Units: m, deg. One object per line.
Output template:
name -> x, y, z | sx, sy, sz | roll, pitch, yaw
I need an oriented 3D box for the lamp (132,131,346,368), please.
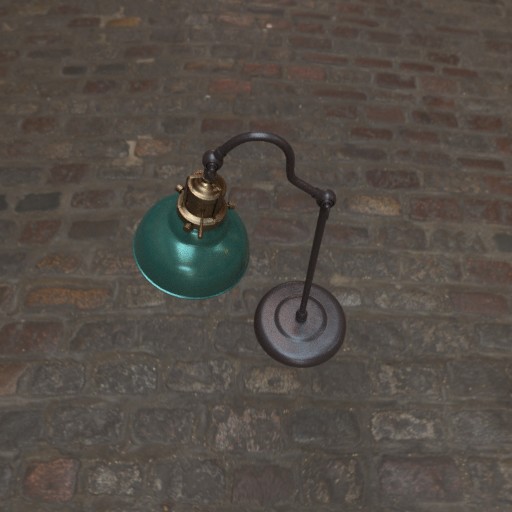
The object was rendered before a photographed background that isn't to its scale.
lamp -> 0.000, 0.000, 0.711 | 0.374, 0.508, 0.192 | 1, 57, 0
